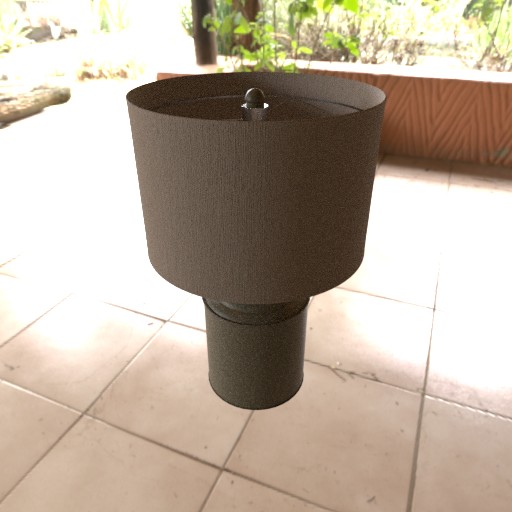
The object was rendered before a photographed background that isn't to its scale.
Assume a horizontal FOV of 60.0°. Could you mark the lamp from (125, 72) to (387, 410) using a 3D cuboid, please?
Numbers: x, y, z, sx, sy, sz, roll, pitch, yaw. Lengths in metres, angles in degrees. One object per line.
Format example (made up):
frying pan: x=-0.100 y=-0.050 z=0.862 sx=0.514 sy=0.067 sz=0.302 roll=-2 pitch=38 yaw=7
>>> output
lamp: x=0.000 y=0.000 z=0.677 sx=0.318 sy=0.486 sz=0.318 roll=0 pitch=30 yaw=0
